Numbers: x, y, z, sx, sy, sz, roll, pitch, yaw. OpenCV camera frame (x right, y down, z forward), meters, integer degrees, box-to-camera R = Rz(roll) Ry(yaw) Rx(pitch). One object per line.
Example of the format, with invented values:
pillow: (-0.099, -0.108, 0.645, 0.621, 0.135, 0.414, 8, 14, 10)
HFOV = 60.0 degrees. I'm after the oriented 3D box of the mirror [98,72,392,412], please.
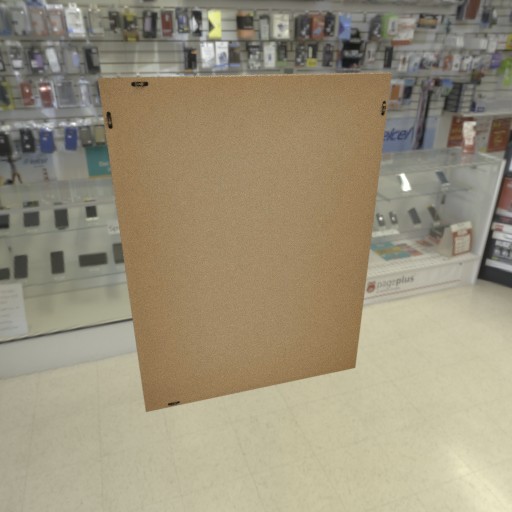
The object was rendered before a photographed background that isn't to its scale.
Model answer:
mirror: (0.000, 0.000, 1.343, 0.762, 1.016, 0.041, -7, 27, -15)
